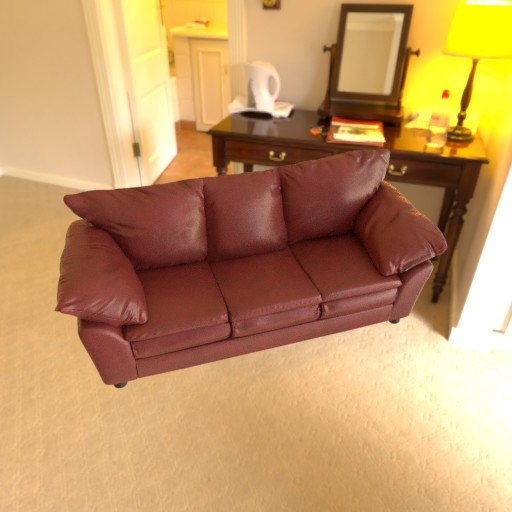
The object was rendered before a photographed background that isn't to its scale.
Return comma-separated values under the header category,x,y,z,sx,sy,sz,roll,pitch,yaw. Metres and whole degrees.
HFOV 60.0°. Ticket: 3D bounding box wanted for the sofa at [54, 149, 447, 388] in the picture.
category,x,y,z,sx,sy,sz,roll,pitch,yaw
sofa,0.000,0.000,2.954,2.390,1.091,0.907,-10,34,-15
